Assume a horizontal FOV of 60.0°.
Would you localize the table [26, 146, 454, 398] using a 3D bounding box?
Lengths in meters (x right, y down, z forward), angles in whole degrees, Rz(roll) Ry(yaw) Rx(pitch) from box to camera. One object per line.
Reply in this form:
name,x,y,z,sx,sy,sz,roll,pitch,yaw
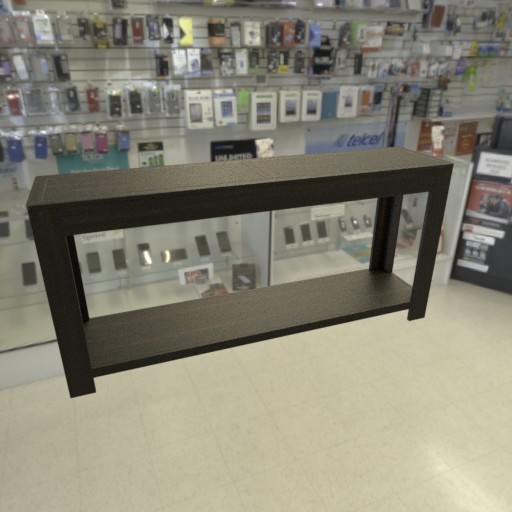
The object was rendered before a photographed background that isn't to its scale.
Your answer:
table,0.000,0.000,1.923,1.631,0.762,0.384,-9,26,-18
